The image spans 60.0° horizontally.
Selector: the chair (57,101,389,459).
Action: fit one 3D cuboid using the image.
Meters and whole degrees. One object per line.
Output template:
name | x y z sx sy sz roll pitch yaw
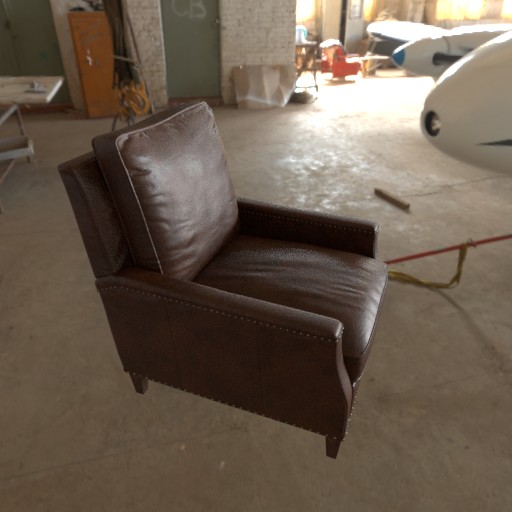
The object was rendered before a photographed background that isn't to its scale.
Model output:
chair | 0.000 0.000 1.794 1.035 1.054 0.854 11 32 19
